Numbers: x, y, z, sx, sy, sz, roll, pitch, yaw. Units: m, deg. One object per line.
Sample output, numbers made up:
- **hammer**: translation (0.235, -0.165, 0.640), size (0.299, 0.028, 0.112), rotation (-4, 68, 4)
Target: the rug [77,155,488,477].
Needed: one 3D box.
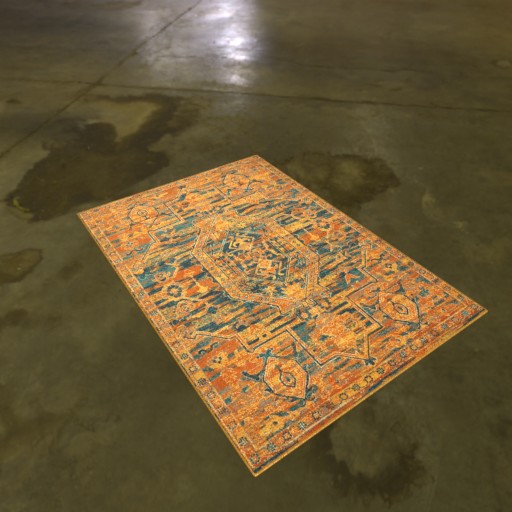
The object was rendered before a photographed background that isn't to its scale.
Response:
- **rug**: translation (0.000, 0.000, 3.652), size (2.043, 0.019, 2.916), rotation (-24, 46, -26)
